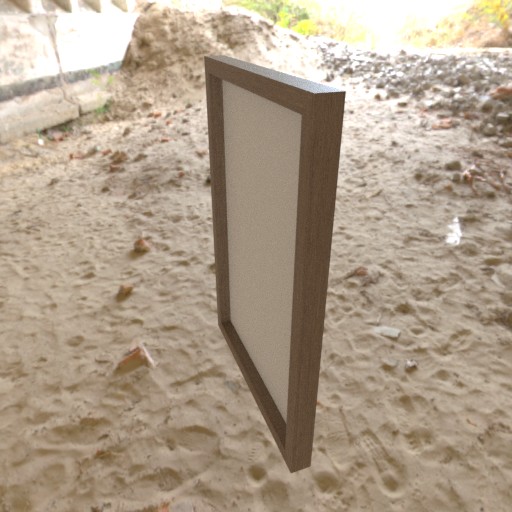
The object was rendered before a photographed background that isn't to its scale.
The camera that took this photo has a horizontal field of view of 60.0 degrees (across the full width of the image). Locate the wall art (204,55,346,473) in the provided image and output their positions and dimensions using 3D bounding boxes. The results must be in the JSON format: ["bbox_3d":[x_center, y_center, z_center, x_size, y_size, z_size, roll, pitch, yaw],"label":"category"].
[{"bbox_3d":[0.000,0.000,0.651,0.032,0.510,0.358,-11,31,-18],"label":"wall art"}]
